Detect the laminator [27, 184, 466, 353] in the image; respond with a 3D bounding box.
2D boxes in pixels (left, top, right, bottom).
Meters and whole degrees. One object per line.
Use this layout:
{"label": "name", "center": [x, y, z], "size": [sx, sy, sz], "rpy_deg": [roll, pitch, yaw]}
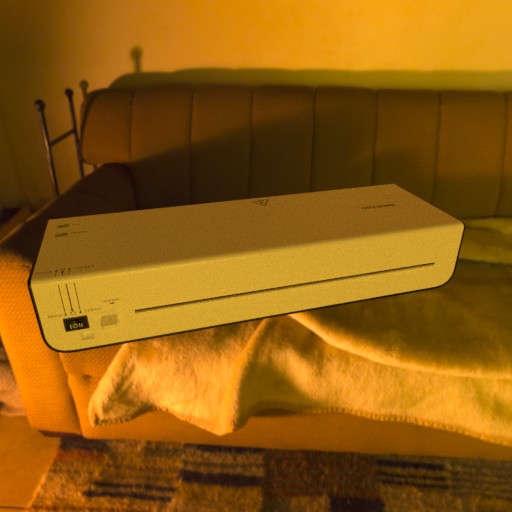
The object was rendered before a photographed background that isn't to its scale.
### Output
{"label": "laminator", "center": [0.000, 0.000, 0.386], "size": [0.340, 0.062, 0.123], "rpy_deg": [-8, 29, -15]}
